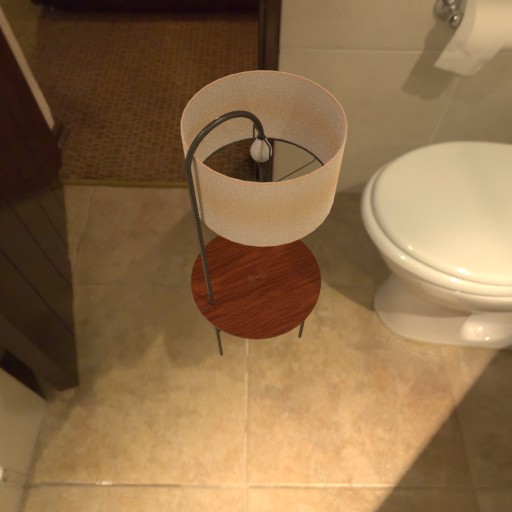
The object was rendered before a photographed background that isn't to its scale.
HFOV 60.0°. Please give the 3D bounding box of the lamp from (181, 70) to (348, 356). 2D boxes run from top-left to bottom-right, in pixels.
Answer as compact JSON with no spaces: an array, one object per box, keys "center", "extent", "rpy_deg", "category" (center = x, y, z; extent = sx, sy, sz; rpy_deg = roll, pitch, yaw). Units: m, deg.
[{"center":[0.000,0.000,1.808],"extent":[0.573,1.517,0.573],"rpy_deg":[0,57,0],"category":"lamp"}]
